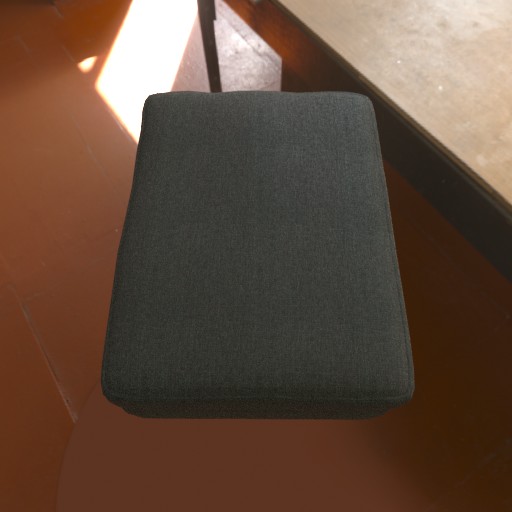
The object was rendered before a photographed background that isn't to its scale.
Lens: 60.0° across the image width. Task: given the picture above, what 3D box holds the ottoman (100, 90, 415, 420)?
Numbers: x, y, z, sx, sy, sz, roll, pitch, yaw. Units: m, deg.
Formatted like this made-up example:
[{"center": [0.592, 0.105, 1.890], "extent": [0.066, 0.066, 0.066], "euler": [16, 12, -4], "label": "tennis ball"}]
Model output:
[{"center": [0.000, 0.000, 1.194], "extent": [0.639, 0.496, 0.826], "euler": [0, 63, 0], "label": "ottoman"}]
